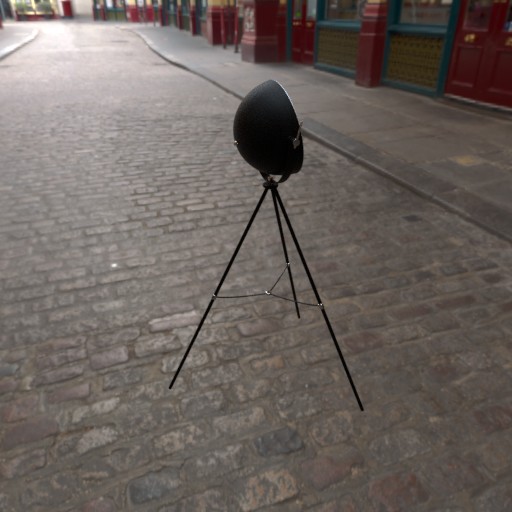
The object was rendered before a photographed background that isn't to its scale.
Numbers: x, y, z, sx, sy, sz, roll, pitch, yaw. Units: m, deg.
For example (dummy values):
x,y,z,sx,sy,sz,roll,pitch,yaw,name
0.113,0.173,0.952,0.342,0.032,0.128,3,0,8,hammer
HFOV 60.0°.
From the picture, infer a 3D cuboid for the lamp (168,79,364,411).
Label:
x,y,z,sx,sy,sz,roll,pitch,yaw,name
0.000,0.000,2.046,0.920,1.512,0.817,-10,30,-18,lamp
